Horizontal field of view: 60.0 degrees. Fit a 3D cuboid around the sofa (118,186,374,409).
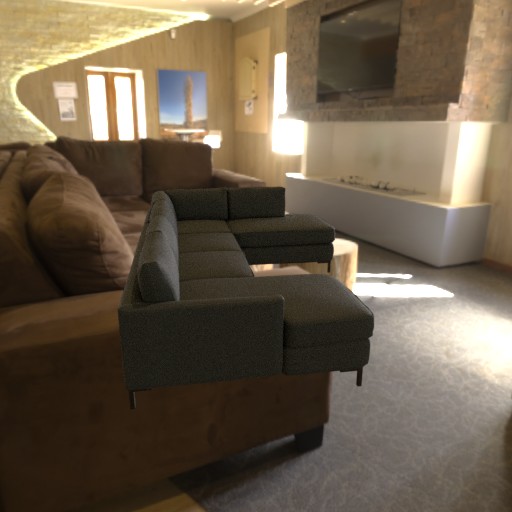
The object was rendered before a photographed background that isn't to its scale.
[{"bbox_3d":[0.000,0.000,3.896,1.984,0.858,2.975,-3,17,-10],"label":"sofa"}]
